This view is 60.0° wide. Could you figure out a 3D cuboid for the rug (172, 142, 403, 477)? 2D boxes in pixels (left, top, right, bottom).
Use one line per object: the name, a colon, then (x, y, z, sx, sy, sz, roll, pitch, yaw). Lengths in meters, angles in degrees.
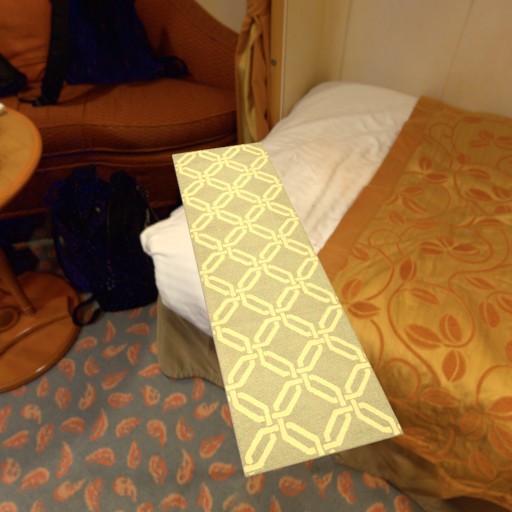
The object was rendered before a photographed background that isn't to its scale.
rug: (0.000, 0.000, 2.536, 0.678, 0.014, 2.276, -11, 47, -10)
